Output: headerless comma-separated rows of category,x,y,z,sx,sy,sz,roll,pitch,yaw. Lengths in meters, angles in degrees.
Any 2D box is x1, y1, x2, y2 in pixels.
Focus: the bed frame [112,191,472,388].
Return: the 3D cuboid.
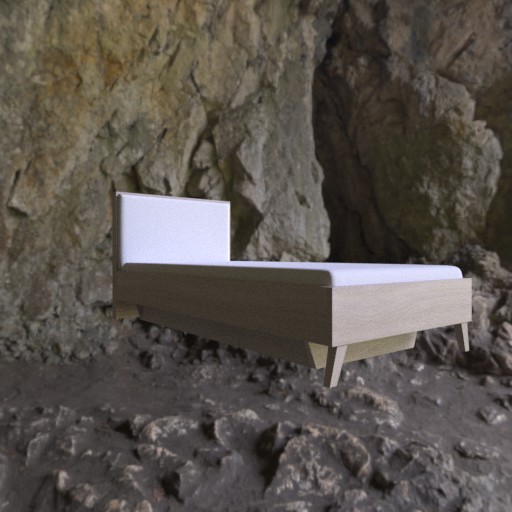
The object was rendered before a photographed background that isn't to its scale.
bed frame,0.000,0.000,2.691,0.990,0.920,2.140,0,0,-38
